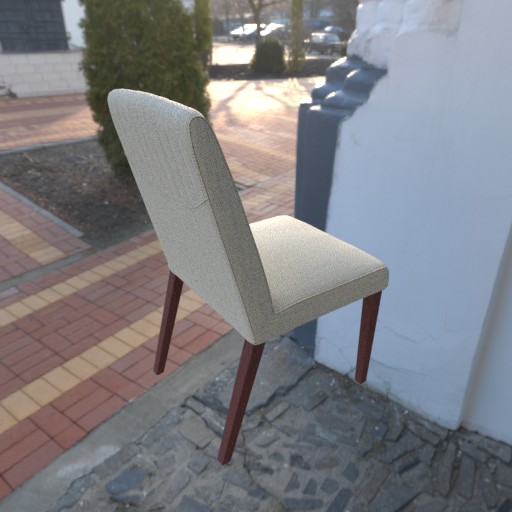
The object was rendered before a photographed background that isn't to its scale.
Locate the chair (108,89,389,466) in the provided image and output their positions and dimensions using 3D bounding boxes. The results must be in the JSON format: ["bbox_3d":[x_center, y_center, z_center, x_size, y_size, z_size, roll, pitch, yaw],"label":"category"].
[{"bbox_3d":[0.000,0.000,1.242,0.594,0.900,0.480,-18,32,-31],"label":"chair"}]
